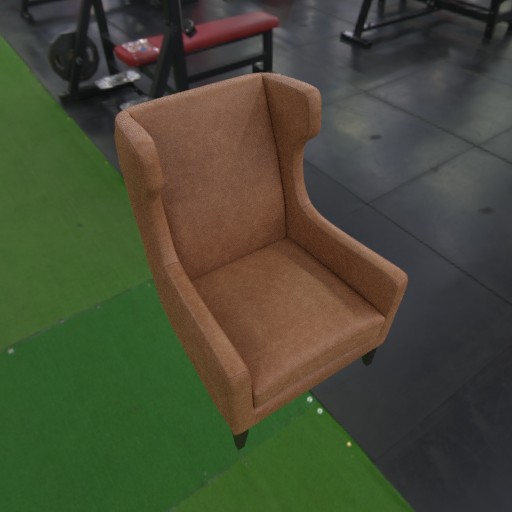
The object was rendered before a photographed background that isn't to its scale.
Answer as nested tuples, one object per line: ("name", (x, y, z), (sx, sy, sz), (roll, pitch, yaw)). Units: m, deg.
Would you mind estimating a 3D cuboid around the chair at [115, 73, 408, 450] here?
("chair", (0.000, 0.000, 1.718), (0.766, 1.079, 0.899), (-25, 51, -23))
